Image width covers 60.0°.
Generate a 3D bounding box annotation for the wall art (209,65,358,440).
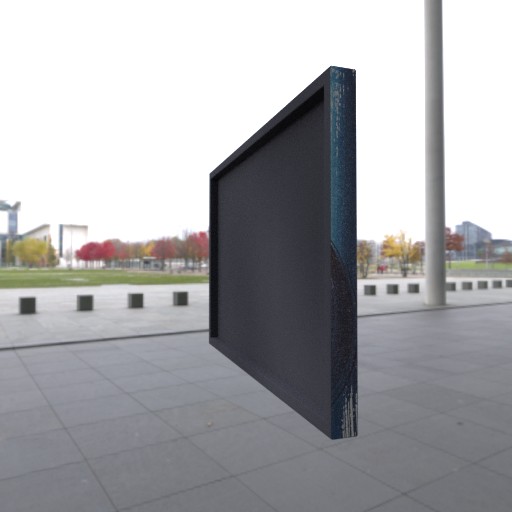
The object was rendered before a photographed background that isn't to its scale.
[{"bbox_3d":[0.000,0.000,0.773,0.033,0.406,0.609,0,-1,-18],"label":"wall art"}]
